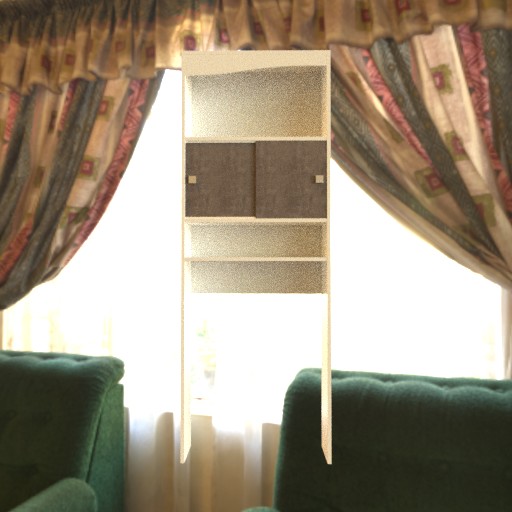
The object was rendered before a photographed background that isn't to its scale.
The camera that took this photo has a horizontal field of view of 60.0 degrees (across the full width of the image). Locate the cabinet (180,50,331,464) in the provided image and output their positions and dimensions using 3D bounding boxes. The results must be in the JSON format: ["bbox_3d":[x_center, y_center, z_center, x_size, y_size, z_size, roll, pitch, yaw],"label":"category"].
[{"bbox_3d":[0.000,0.000,1.988,0.643,1.770,0.192,0,-1,1],"label":"cabinet"}]
